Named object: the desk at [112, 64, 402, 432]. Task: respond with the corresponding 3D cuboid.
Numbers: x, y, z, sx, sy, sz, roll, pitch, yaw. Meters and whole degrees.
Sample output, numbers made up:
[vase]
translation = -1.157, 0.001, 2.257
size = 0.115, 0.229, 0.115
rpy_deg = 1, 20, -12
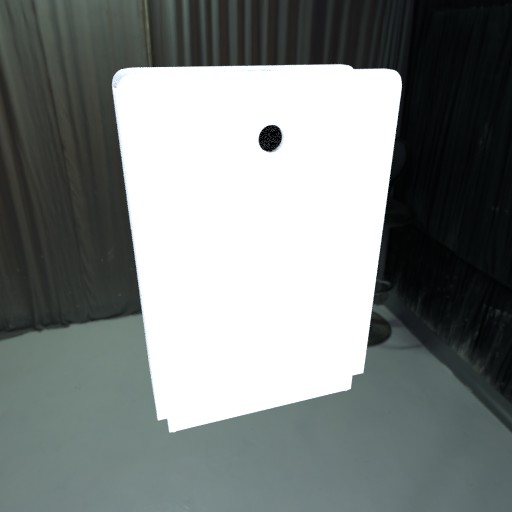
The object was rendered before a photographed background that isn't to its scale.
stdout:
[desk]
translation = 0.000, 0.000, 1.525
size = 0.795, 1.190, 0.278
rpy_deg = -8, 27, -16
